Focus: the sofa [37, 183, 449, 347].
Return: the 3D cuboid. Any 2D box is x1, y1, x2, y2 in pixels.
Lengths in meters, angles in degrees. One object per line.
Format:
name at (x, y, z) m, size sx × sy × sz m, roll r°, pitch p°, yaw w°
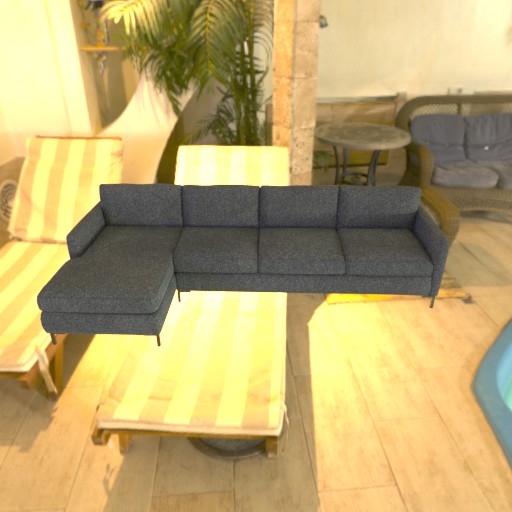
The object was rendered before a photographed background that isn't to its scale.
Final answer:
sofa at (0.000, 0.000, 3.490) m, size 2.932 × 0.810 × 1.350 m, roll 1°, pitch 28°, yaw 1°
